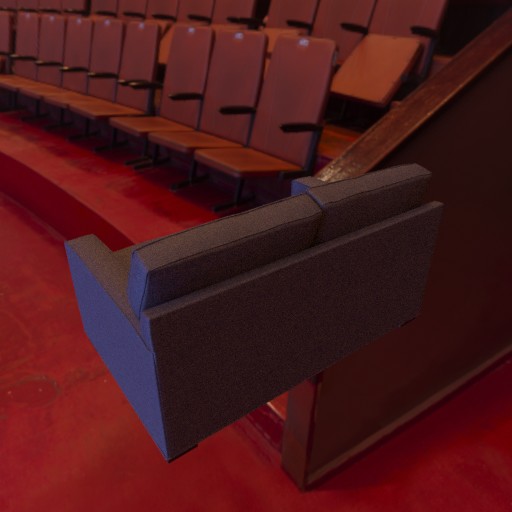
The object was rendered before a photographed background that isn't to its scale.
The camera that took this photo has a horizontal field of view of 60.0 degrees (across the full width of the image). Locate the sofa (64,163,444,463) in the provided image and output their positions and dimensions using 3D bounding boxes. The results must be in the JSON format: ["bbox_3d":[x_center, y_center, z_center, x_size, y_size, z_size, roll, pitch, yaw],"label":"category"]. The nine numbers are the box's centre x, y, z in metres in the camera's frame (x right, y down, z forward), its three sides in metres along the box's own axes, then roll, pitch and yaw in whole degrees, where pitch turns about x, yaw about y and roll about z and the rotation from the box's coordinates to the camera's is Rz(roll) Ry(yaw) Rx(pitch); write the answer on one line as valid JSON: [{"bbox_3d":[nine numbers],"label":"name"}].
[{"bbox_3d":[0.000,0.000,2.177,1.534,0.887,0.974,-20,35,-31],"label":"sofa"}]
